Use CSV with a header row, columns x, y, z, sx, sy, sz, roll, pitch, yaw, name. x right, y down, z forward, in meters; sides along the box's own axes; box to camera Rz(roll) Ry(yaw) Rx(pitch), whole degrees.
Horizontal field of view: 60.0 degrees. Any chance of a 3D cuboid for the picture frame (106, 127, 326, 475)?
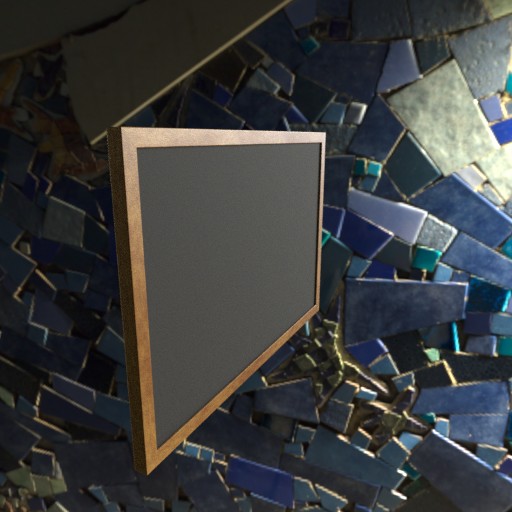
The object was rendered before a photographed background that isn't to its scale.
x,y,z,sx,sy,sz,roll,pitch,yaw,name
0.000,0.000,1.142,0.029,0.621,0.922,8,17,27,picture frame
